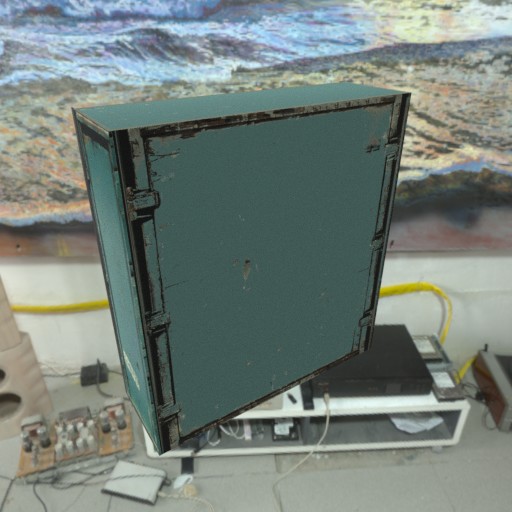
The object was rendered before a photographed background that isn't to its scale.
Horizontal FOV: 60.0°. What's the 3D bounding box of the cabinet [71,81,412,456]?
[{"bbox_3d":[0.000,0.000,3.198,2.000,2.160,0.680,-17,33,-29],"label":"cabinet"}]
